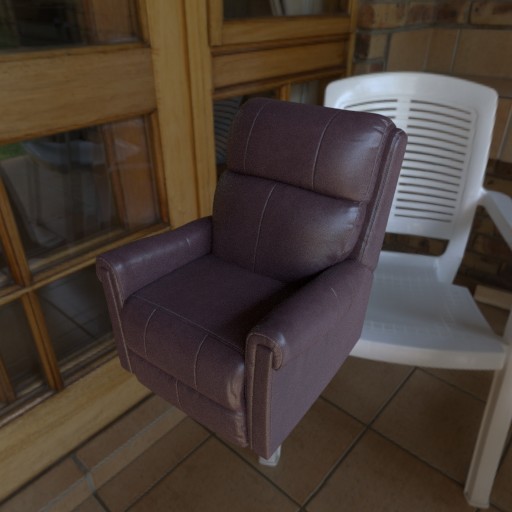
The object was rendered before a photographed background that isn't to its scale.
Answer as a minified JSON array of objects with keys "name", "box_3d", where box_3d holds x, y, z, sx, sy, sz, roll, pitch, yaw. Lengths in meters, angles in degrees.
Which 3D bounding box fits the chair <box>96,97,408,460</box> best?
[{"name":"chair","box_3d":[0.000,0.000,1.774,0.838,1.054,1.014,20,36,30]}]
